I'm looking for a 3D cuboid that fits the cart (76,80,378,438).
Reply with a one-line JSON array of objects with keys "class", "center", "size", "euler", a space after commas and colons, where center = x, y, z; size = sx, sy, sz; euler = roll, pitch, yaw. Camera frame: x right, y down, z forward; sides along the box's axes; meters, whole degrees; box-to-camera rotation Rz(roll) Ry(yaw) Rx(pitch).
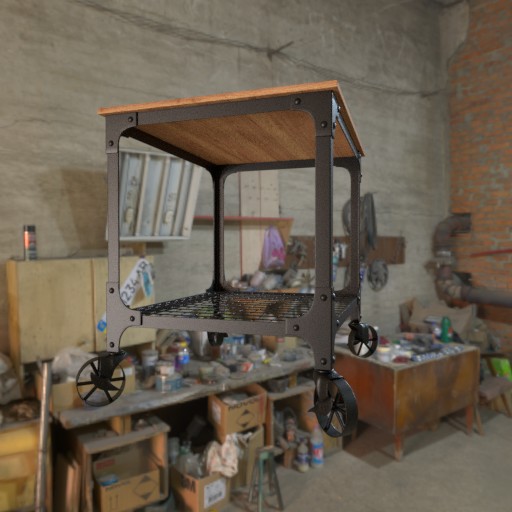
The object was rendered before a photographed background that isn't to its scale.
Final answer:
[{"class": "cart", "center": [0.000, 0.000, 1.105], "size": [0.558, 0.603, 0.666], "euler": [0, 1, 18]}]
